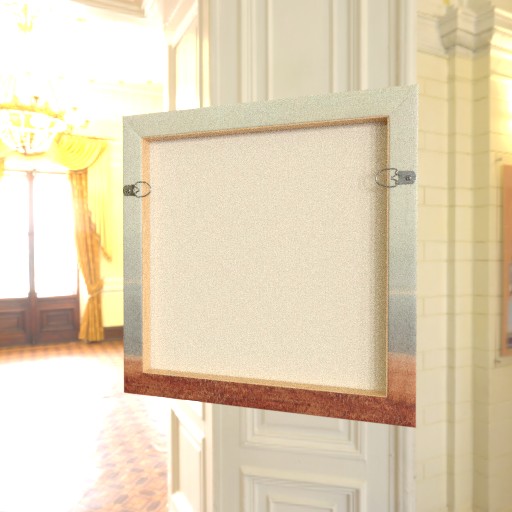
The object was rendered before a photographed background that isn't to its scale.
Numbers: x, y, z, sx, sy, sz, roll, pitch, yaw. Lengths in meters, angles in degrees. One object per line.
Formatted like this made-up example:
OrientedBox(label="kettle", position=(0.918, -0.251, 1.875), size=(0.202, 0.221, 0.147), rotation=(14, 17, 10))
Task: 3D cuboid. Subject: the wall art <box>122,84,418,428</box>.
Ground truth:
OrientedBox(label="wall art", position=(0.000, 0.000, 0.593), size=(0.405, 0.405, 0.023), rotation=(0, 1, 18))
